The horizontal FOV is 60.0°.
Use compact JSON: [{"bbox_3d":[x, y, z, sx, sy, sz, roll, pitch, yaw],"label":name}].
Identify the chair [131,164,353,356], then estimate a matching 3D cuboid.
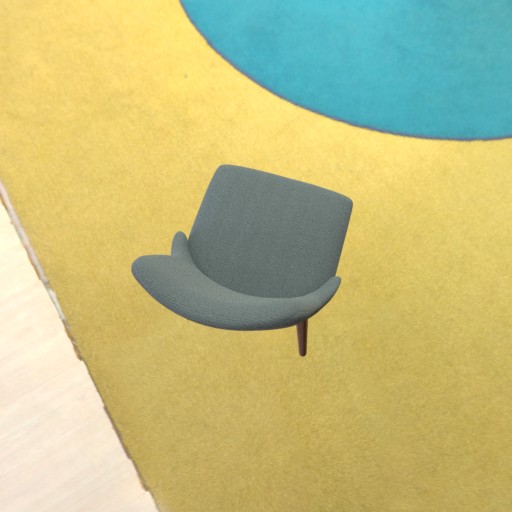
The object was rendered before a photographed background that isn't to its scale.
[{"bbox_3d":[0.000,0.000,1.353,0.535,0.918,0.707,17,66,8],"label":"chair"}]
